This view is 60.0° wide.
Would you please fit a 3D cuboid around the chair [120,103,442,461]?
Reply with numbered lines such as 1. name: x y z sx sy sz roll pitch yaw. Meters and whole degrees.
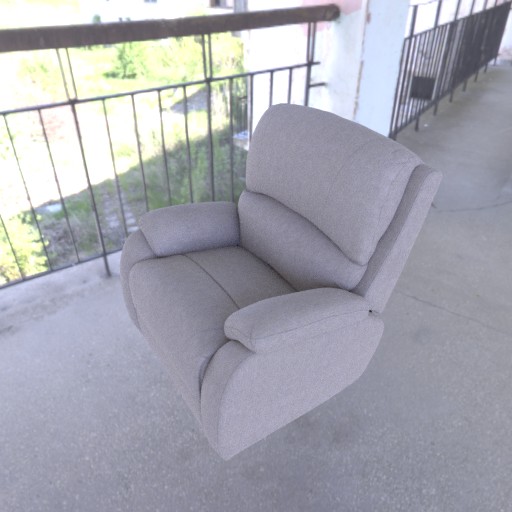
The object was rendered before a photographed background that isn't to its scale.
1. chair: 0.000 0.000 1.743 0.899 1.011 0.930 -20 39 -27
